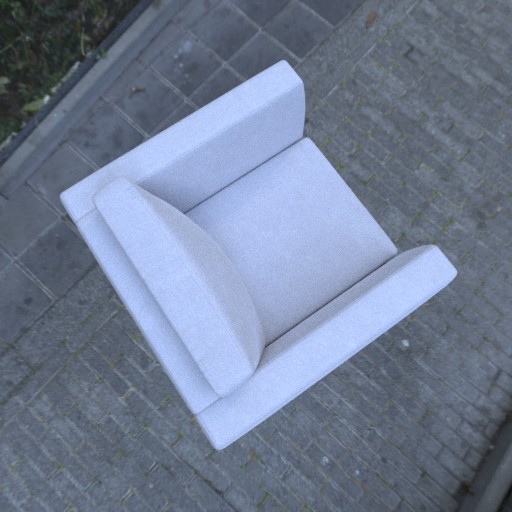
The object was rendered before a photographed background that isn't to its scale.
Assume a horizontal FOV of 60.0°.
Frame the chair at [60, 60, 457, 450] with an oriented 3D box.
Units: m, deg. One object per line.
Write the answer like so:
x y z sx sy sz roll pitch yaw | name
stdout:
0.000 0.000 1.691 0.930 0.860 1.000 -34 79 -8 | chair
